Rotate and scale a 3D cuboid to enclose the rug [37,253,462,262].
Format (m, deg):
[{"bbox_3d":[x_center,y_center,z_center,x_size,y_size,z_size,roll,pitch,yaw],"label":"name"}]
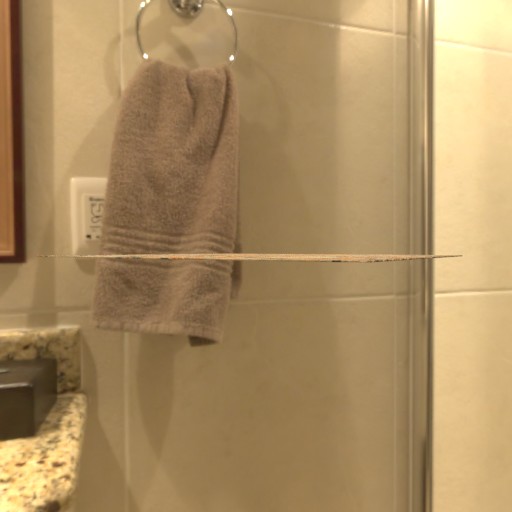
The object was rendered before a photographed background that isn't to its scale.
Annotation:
[{"bbox_3d":[0.000,0.000,4.035,3.048,0.010,2.439,1,1,35],"label":"rug"}]
